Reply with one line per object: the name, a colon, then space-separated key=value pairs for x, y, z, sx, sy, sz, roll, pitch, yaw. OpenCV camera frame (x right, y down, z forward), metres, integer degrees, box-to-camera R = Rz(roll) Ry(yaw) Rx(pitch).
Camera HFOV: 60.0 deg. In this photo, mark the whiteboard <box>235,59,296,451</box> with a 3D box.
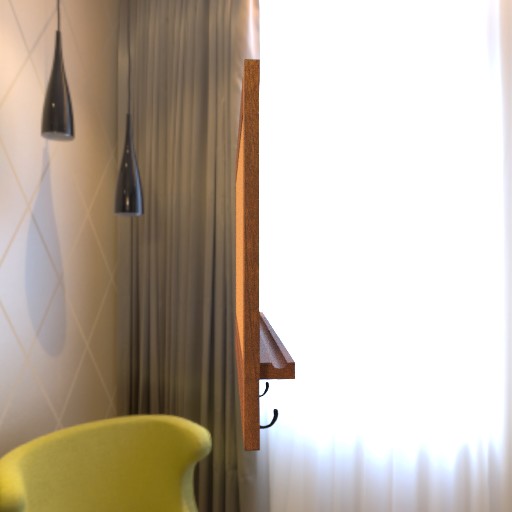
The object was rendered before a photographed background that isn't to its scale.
whiteboard: x=0.000 y=0.000 z=1.024 sx=0.083 sy=0.559 sz=0.783 roll=0 pitch=0 yaw=-4
